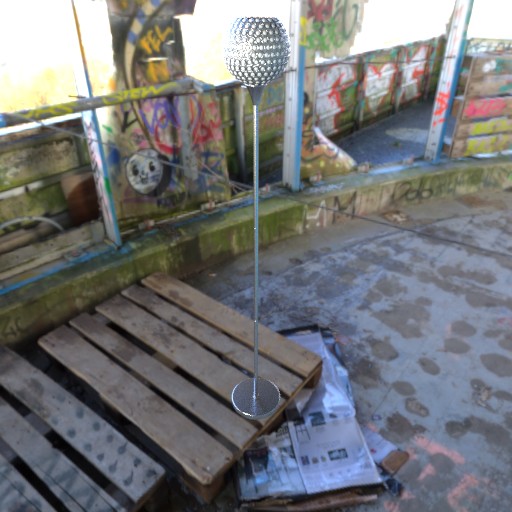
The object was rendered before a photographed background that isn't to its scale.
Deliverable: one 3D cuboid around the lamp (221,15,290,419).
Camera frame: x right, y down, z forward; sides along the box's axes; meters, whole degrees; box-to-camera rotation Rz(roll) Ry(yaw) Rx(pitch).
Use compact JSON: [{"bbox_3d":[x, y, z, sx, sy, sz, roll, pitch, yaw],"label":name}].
[{"bbox_3d":[0.000,0.000,1.895,0.254,1.805,0.254,0,32,0],"label":"lamp"}]
